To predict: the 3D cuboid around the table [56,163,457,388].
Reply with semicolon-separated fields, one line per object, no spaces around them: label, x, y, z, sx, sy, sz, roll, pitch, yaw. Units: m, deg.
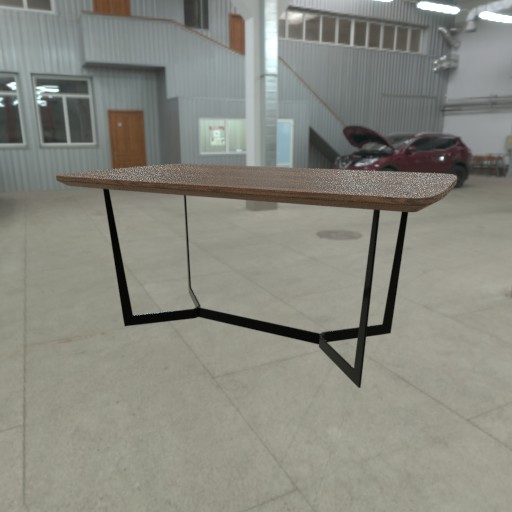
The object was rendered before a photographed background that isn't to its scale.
table;0.000;0.000;2.111;1.643;0.765;0.949;8;17;27
